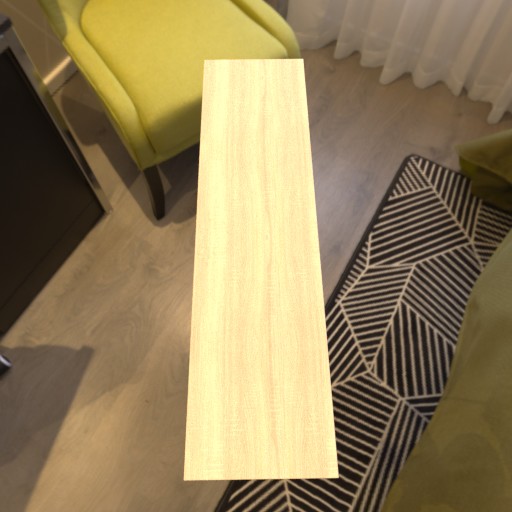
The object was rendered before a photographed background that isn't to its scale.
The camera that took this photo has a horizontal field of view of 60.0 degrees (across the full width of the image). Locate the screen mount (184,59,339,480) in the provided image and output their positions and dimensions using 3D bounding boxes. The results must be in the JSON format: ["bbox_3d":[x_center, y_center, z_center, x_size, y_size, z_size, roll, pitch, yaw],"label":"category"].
[{"bbox_3d":[0.000,0.000,1.681,0.401,0.509,1.500,-1,65,0],"label":"screen mount"}]
